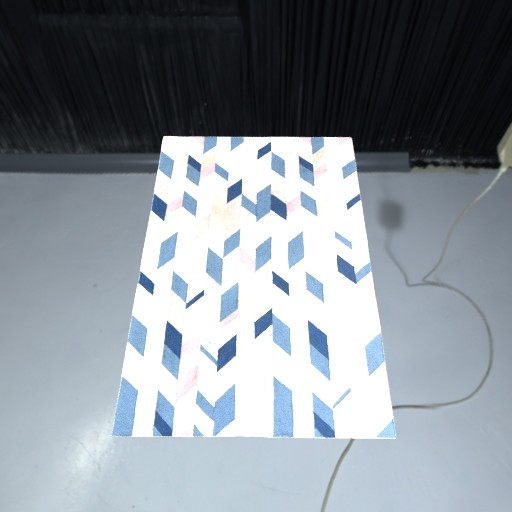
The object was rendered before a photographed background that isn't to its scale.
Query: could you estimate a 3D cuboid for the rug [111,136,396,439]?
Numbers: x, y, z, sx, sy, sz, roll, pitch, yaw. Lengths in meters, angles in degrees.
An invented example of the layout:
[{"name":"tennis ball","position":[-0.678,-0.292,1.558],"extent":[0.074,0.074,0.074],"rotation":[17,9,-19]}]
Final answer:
[{"name":"rug","position":[0.000,0.000,2.340],"extent":[1.202,0.006,1.813],"rotation":[0,57,0]}]
